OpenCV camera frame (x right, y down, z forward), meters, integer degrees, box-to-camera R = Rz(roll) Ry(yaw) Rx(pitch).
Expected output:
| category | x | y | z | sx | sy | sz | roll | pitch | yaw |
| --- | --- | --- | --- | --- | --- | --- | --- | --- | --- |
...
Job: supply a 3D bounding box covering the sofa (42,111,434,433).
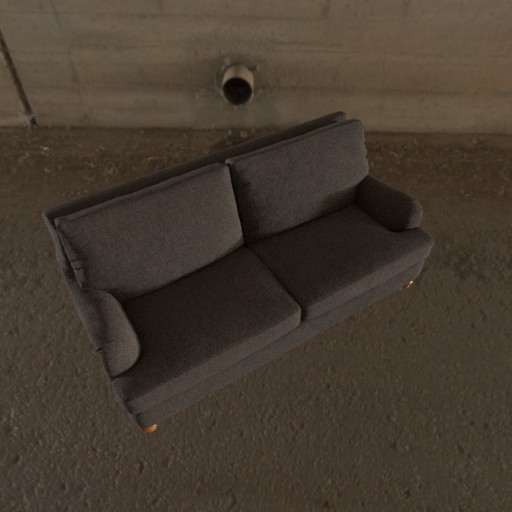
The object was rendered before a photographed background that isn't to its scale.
| category | x | y | z | sx | sy | sz | roll | pitch | yaw |
| --- | --- | --- | --- | --- | --- | --- | --- | --- | --- |
| sofa | 0.000 | 0.000 | 2.792 | 2.160 | 1.054 | 1.087 | -24 | 51 | -22 |
